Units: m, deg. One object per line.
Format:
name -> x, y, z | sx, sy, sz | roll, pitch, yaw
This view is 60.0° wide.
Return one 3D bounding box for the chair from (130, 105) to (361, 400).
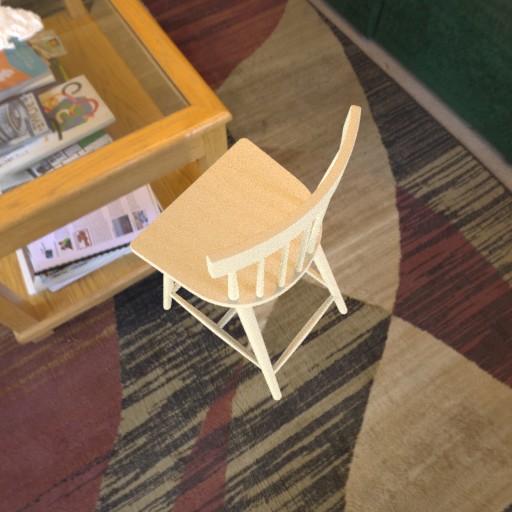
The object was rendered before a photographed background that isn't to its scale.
chair -> 0.000, 0.000, 1.311 | 0.572, 0.952, 0.483 | 37, 70, 16
